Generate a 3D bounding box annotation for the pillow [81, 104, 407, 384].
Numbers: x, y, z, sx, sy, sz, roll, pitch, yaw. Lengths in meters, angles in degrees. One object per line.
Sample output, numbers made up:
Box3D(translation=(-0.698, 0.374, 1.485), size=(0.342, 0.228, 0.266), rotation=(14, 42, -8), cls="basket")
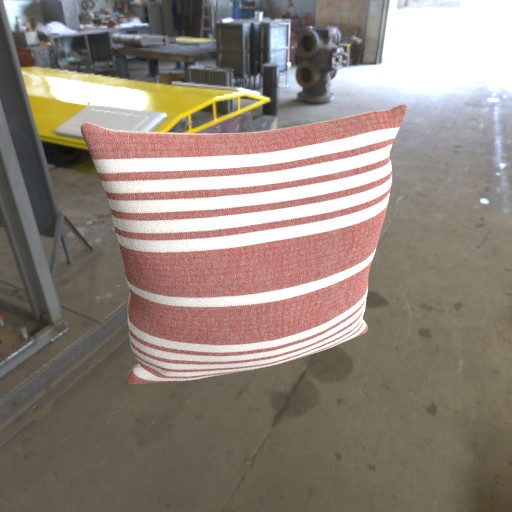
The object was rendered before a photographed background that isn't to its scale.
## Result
Box3D(translation=(0.000, 0.000, 0.666), size=(0.439, 0.427, 0.182), rotation=(-9, 33, -14), cls="pillow")
